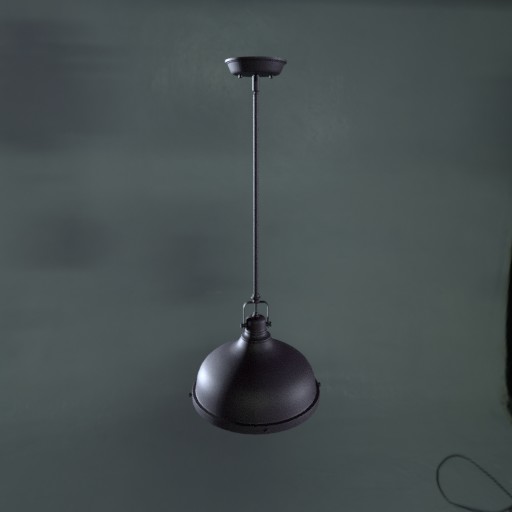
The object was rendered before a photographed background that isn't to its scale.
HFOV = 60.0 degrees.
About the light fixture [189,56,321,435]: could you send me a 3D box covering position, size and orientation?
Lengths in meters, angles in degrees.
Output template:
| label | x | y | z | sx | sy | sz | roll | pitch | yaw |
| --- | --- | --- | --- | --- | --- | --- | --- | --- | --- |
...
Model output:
| label | x | y | z | sx | sy | sz | roll | pitch | yaw |
| --- | --- | --- | --- | --- | --- | --- | --- | --- | --- |
| light fixture | 0.000 | 0.000 | 1.045 | 0.341 | 0.849 | 0.341 | -2 | 16 | -8 |
